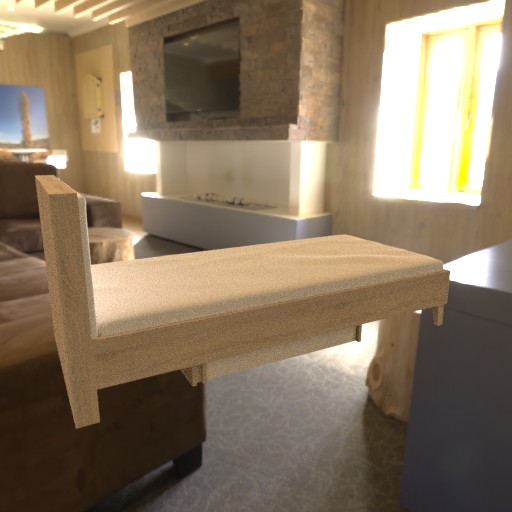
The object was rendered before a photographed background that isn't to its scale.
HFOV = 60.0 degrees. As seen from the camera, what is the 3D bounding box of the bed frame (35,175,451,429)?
[{"bbox_3d":[0.000,0.000,2.542,2.140,0.920,0.990,-8,16,-27],"label":"bed frame"}]
